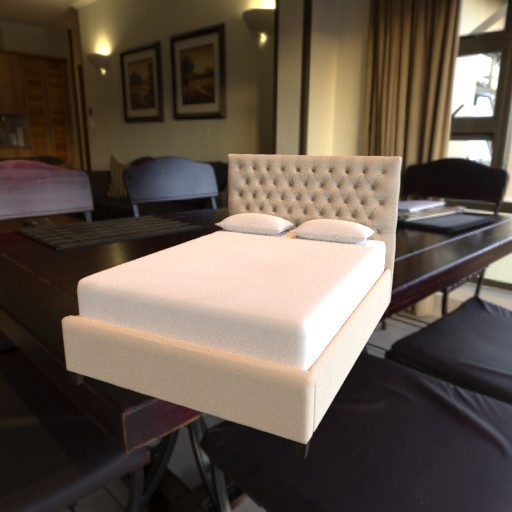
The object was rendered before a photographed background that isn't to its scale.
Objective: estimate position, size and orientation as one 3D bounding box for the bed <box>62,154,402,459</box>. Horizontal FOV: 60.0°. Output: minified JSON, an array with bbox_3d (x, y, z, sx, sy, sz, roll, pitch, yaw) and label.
[{"bbox_3d":[0.000,0.000,3.342,1.696,1.426,2.233,7,16,25],"label":"bed"}]
